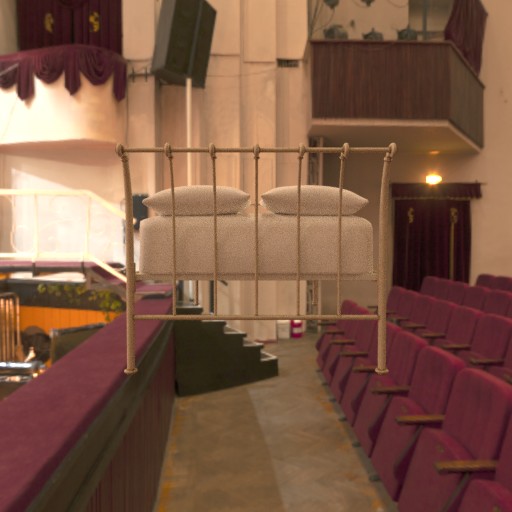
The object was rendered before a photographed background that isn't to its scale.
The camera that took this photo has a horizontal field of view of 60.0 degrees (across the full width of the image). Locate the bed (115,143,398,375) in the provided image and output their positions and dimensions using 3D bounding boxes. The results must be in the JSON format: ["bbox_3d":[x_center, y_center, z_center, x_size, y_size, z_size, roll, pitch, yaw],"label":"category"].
[{"bbox_3d":[0.000,0.000,2.695,1.032,0.873,2.228,0,2,0],"label":"bed"}]
